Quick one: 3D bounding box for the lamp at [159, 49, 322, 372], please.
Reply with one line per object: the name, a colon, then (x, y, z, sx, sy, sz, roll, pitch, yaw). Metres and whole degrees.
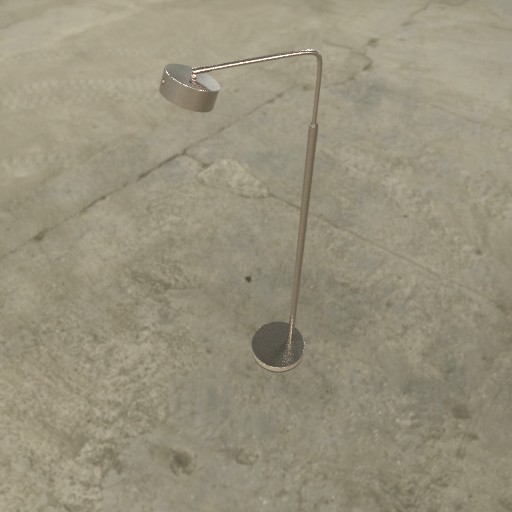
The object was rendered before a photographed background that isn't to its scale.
lamp: (0.000, 0.000, 1.387, 0.421, 1.250, 0.222, -16, 50, -14)
